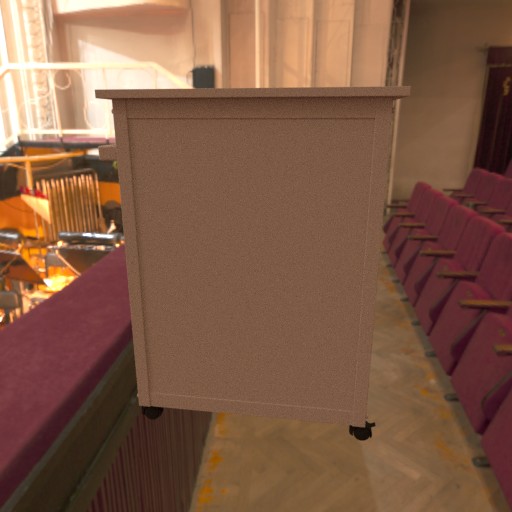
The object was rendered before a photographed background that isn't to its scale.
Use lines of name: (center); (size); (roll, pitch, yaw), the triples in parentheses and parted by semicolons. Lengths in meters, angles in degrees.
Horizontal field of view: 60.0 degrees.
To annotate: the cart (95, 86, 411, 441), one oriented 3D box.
cart: (0.000, 0.000, 1.256); (0.683, 0.864, 0.442); (3, 17, 8)
